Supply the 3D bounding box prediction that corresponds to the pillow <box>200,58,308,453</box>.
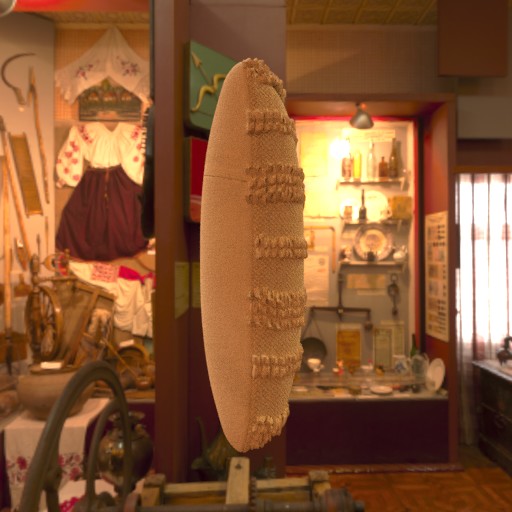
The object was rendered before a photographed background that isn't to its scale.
[{"bbox_3d":[0.000,0.000,0.676,0.145,0.427,0.437,0,0,1],"label":"pillow"}]
